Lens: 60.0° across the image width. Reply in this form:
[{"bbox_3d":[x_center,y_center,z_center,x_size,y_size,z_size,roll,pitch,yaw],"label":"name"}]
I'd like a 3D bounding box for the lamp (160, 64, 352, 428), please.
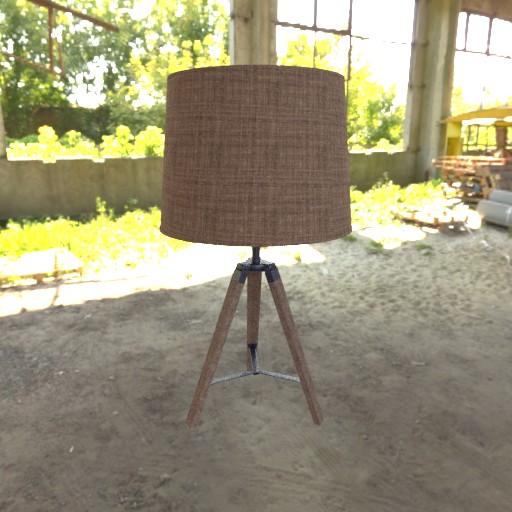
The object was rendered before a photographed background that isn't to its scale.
[{"bbox_3d":[0.000,0.000,0.691,0.290,0.514,0.290,0,14,0],"label":"lamp"}]
